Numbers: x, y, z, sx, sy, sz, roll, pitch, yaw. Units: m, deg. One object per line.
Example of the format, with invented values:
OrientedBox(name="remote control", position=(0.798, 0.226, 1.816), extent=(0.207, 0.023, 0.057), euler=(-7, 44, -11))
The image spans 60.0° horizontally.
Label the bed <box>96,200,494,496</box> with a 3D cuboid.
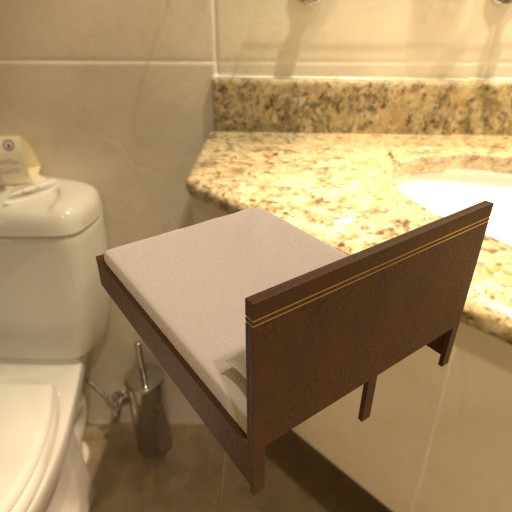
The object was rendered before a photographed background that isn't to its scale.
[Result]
OrientedBox(name="bed", position=(0.000, 0.000, 3.090), extent=(1.613, 1.169, 2.221), euler=(-20, 35, -30))
